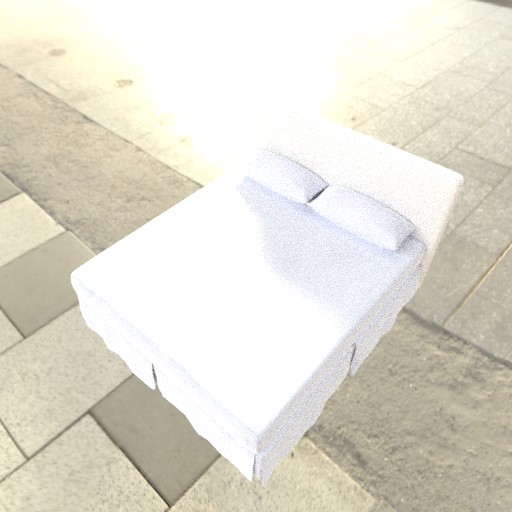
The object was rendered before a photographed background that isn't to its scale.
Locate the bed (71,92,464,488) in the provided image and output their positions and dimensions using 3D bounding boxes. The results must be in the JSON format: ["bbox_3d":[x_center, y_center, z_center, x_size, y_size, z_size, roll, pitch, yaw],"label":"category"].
[{"bbox_3d":[0.000,0.000,3.565,2.119,1.317,2.341,32,54,27],"label":"bed"}]
